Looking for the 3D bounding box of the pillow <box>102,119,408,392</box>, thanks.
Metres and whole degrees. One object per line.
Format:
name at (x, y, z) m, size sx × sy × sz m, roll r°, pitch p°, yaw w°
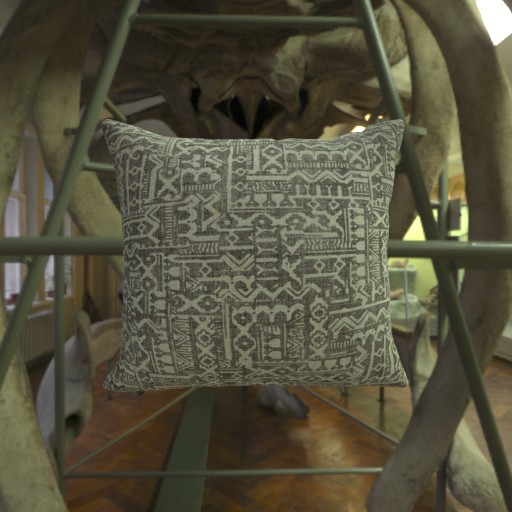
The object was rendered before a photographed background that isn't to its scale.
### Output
pillow at (0.000, 0.000, 0.791) m, size 0.546 × 0.487 × 0.180 m, roll 0°, pitch 1°, yaw -1°
